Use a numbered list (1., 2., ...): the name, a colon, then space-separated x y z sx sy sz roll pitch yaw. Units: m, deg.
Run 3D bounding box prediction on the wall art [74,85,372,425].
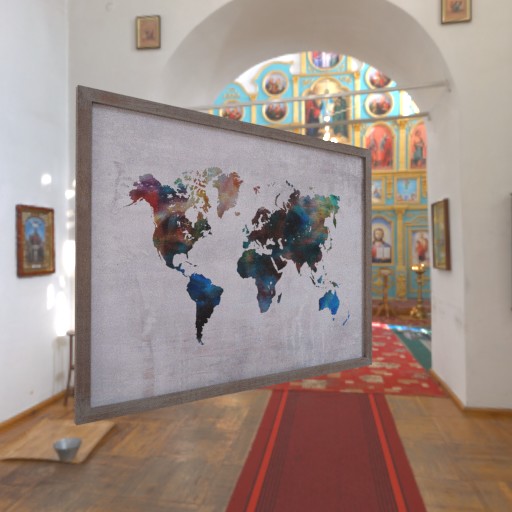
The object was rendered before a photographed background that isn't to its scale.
1. wall art: 0.000 0.000 1.309 1.012 0.774 0.019 1 -1 -36
